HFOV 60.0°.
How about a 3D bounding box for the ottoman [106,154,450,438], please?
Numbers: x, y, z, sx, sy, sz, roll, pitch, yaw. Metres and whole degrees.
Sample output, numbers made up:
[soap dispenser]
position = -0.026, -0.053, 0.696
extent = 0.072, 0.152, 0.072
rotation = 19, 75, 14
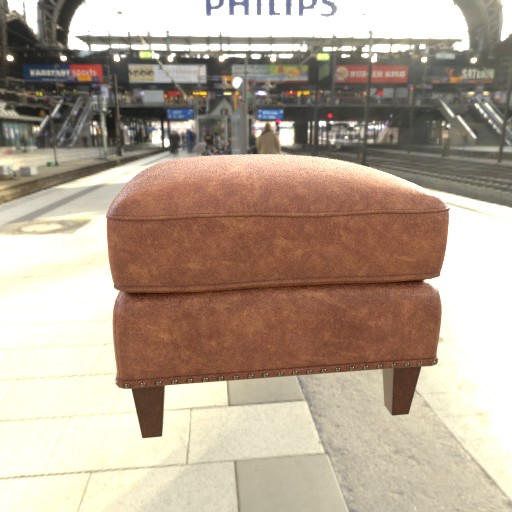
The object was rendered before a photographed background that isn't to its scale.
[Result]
[ottoman]
position = 0.000, 0.000, 1.095
extent = 0.586, 0.486, 0.742
rotation = -2, 15, -8
